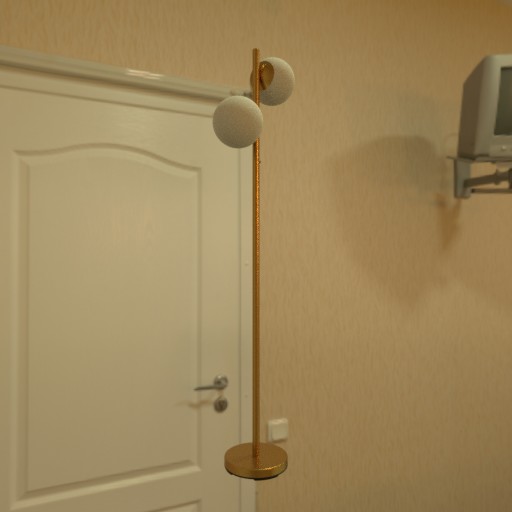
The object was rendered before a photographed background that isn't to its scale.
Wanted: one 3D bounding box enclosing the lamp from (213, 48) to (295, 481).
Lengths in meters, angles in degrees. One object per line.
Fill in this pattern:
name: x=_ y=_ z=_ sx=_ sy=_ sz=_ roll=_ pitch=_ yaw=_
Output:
lamp: x=0.000 y=0.000 z=1.746 sx=0.249 sy=1.641 sz=0.419 roll=-1 pitch=-1 yaw=36
